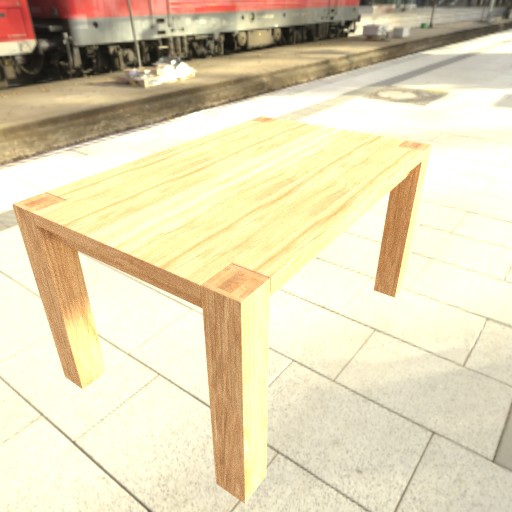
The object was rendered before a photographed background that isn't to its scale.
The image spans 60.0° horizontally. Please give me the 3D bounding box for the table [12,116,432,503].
[{"bbox_3d":[0.000,0.000,1.859,0.900,0.760,1.400,20,36,29],"label":"table"}]
